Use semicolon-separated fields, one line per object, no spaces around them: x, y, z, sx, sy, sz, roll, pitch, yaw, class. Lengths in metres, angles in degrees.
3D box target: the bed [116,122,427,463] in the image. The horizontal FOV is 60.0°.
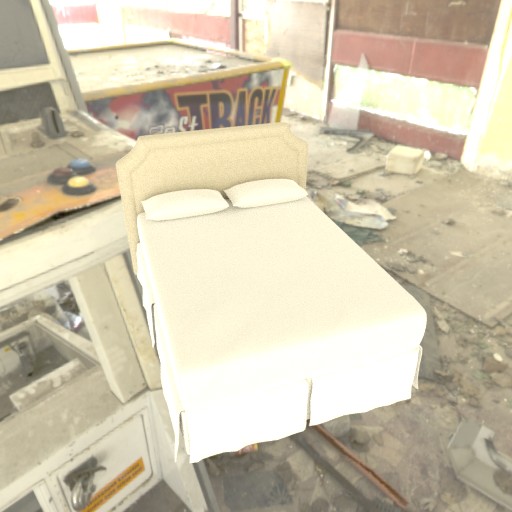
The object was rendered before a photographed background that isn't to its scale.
0.000;0.000;3.215;1.693;1.290;2.116;-11;34;-16;bed
